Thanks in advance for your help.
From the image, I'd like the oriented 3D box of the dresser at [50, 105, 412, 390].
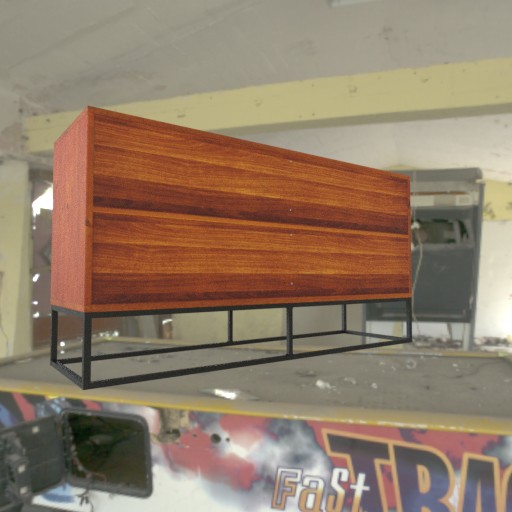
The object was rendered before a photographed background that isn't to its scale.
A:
[{"bbox_3d":[0.000,0.000,1.895,1.536,0.810,0.464,2,-3,-36],"label":"dresser"}]
